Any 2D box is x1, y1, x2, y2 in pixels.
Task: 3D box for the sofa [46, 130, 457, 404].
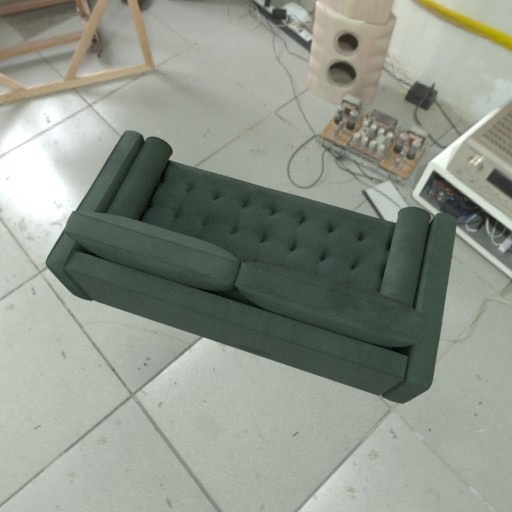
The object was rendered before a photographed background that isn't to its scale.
[{"bbox_3d":[0.000,0.000,2.340,1.880,0.772,0.916,17,65,8],"label":"sofa"}]
